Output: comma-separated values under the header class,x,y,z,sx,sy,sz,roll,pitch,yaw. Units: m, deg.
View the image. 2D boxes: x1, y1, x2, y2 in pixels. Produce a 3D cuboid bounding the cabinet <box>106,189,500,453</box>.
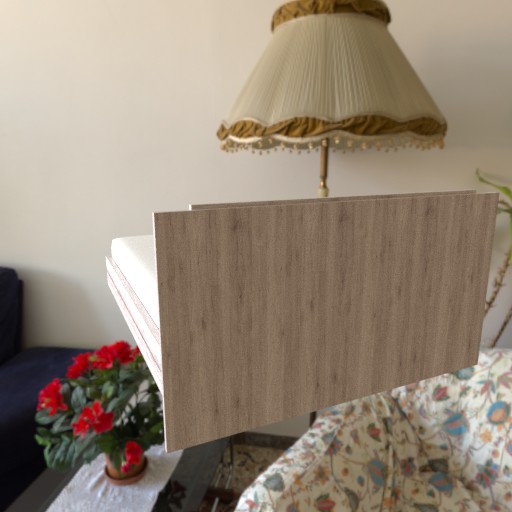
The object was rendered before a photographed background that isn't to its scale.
class,x,y,z,sx,sy,sz,roll,pitch,yaw
cabinet,0.000,0.000,2.909,1.750,0.970,2.080,-6,15,-24
